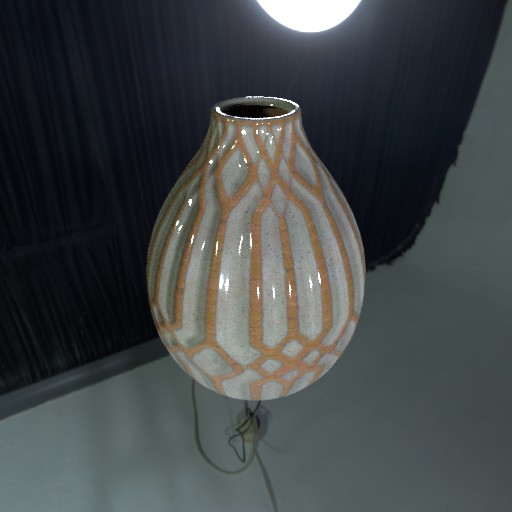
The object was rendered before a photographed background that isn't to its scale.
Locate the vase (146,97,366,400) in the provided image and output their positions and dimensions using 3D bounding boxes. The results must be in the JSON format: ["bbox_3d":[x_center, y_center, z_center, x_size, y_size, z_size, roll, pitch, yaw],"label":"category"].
[{"bbox_3d":[0.000,0.000,0.265,0.131,0.175,0.131,0,33,0],"label":"vase"}]
